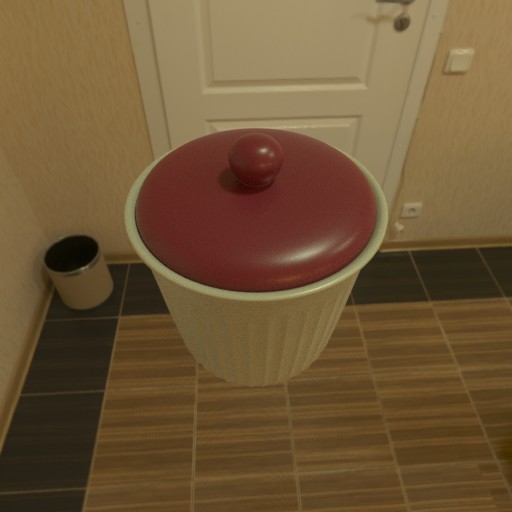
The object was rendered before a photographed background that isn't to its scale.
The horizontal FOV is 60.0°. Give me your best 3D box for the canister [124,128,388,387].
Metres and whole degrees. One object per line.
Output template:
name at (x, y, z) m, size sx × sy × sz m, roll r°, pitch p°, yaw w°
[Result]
canister at (0.000, 0.000, 0.352) m, size 0.181 × 0.211 × 0.181 m, roll 0°, pitch 46°, yaw 0°
